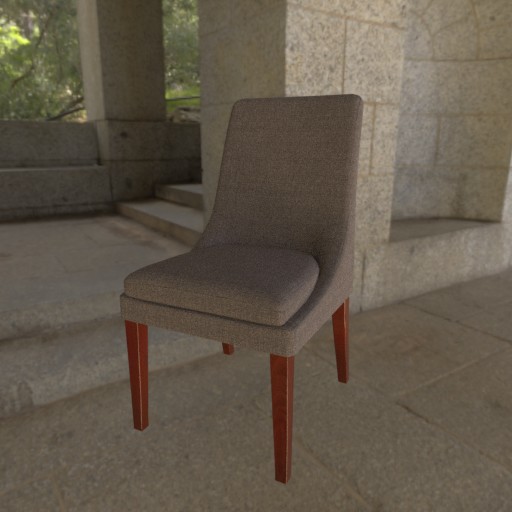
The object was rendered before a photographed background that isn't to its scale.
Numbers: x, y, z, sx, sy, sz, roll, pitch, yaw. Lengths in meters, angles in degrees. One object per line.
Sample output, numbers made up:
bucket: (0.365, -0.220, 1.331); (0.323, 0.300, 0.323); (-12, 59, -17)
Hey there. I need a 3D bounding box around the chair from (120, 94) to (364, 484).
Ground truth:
chair: (0.000, 0.000, 1.335); (0.508, 0.952, 0.655); (7, 17, 26)
